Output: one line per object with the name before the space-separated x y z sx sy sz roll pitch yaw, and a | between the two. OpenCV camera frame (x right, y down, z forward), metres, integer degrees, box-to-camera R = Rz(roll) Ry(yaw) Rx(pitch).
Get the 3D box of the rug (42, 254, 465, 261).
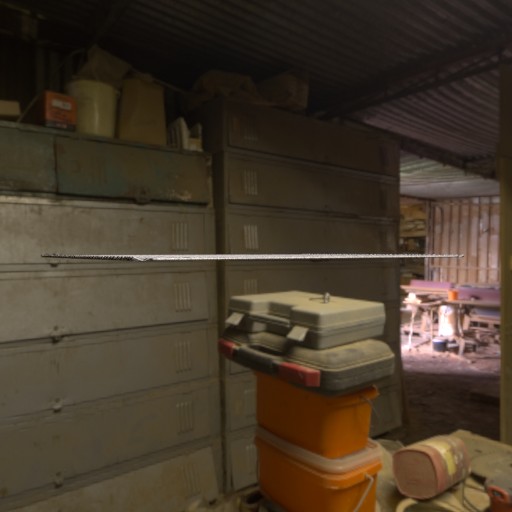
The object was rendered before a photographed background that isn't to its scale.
rug | 0.000 0.000 2.943 2.312 0.017 1.613 0 1 -37
